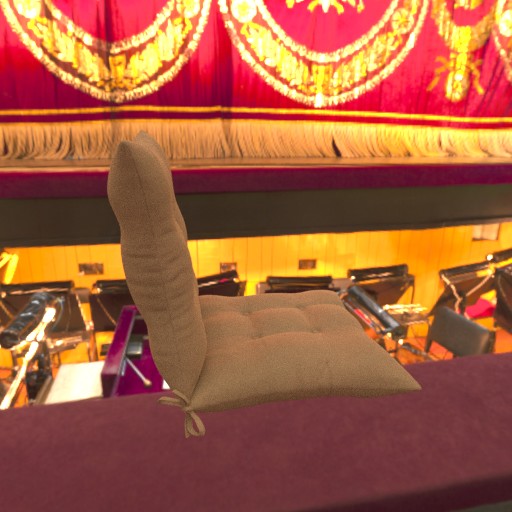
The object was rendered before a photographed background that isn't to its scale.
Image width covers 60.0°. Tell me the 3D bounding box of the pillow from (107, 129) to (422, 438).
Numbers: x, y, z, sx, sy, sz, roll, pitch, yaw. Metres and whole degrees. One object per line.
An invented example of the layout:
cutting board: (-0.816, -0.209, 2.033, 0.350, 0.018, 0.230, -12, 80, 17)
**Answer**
pillow: (0.000, 0.000, 0.996, 0.585, 0.536, 0.541, -3, 18, -10)
